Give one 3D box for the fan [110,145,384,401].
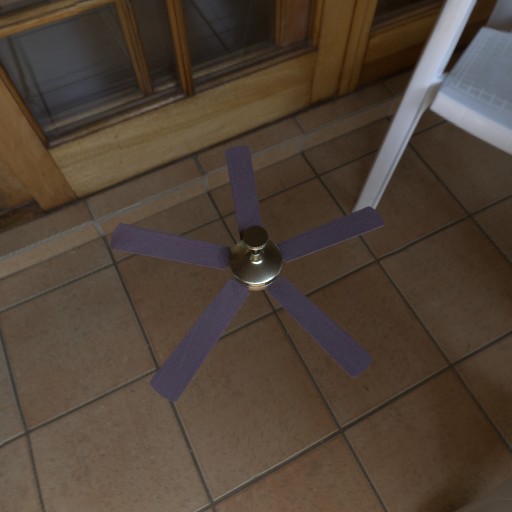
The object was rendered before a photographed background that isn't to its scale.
[{"bbox_3d":[0.000,0.000,1.991,1.321,0.356,1.321,-30,67,-14],"label":"fan"}]
